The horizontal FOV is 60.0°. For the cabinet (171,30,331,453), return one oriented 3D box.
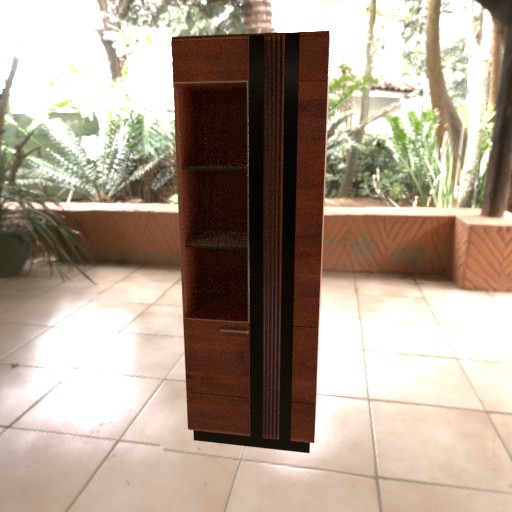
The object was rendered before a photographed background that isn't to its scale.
[{"bbox_3d":[0.000,0.000,2.238,0.660,1.980,0.420,2,15,9],"label":"cabinet"}]
